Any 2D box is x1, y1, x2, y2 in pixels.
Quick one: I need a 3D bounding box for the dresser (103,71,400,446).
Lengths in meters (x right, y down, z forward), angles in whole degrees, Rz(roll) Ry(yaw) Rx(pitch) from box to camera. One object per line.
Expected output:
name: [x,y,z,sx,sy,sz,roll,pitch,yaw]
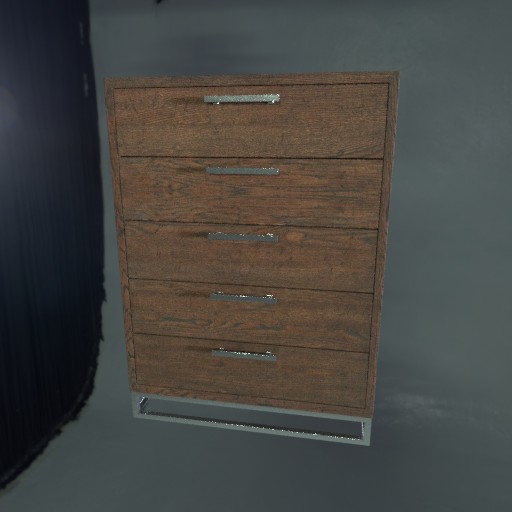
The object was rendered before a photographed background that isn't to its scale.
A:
dresser: [0.000,0.000,1.802,0.965,1.321,0.508,3,16,10]
